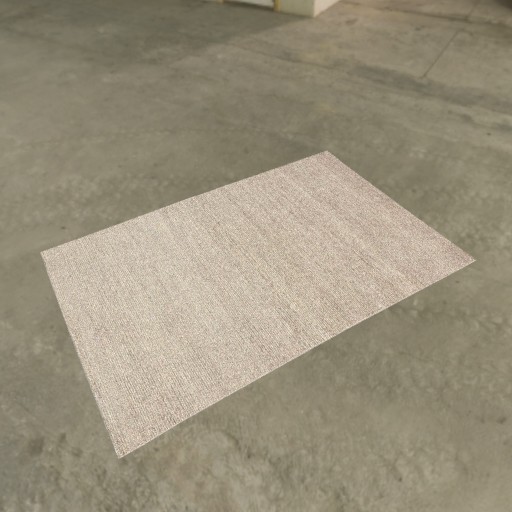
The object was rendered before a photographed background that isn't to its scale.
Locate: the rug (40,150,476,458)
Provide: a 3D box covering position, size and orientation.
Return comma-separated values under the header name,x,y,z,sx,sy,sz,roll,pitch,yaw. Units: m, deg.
name,x,y,z,sx,sy,sz,roll,pitch,yaw
rug,0.000,0.000,2.158,1.792,0.021,1.154,-23,50,-22
